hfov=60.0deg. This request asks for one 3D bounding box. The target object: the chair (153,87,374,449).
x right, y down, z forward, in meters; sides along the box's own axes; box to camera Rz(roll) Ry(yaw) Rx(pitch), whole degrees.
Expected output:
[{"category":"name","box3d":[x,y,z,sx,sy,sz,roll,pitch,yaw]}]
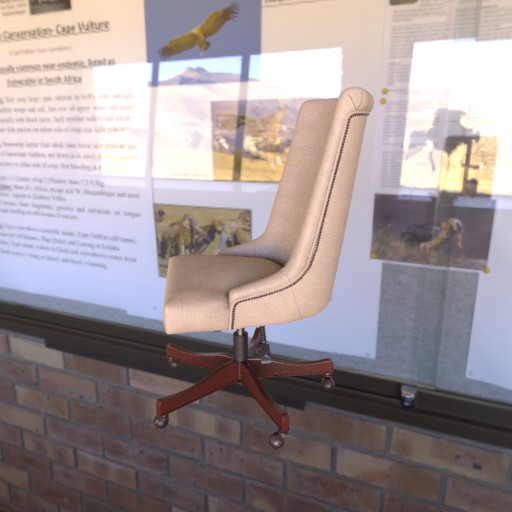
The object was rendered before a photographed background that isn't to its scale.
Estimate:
[{"category":"chair","box3d":[0.000,0.000,1.458,0.696,1.010,0.645,-2,15,-9]}]
